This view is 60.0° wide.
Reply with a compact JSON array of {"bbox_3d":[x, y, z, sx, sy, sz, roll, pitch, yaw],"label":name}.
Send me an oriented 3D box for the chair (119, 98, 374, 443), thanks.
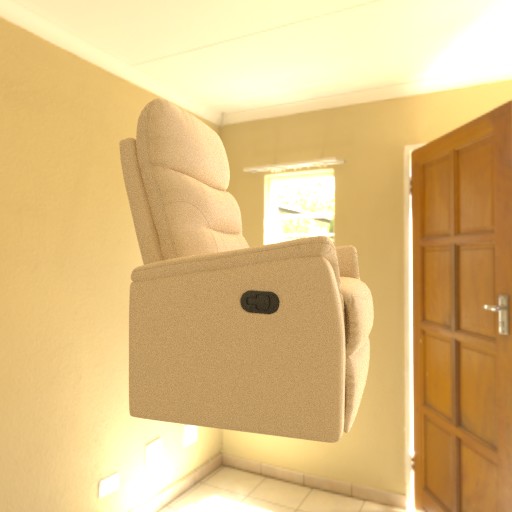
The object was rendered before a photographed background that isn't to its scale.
[{"bbox_3d":[0.000,0.000,1.655,0.831,1.082,0.775,0,-1,18],"label":"chair"}]
